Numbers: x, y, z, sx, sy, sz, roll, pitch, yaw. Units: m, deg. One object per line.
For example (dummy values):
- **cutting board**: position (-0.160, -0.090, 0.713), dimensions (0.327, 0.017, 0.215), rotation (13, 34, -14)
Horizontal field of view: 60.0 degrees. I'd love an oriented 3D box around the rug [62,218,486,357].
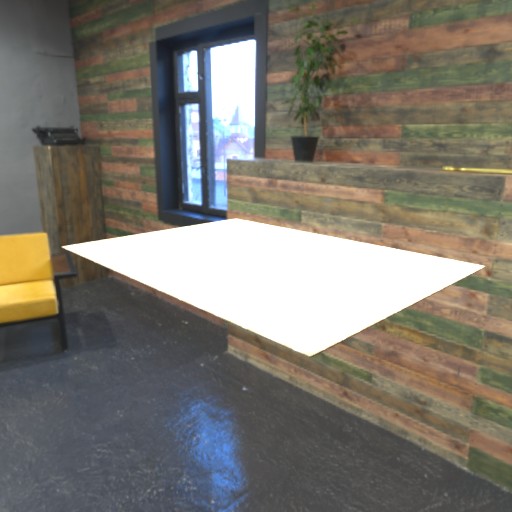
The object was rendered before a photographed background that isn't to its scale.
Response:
- **rug**: position (0.000, 0.000, 4.278), dimensions (2.438, 0.010, 3.353), rotation (-14, 20, -42)
